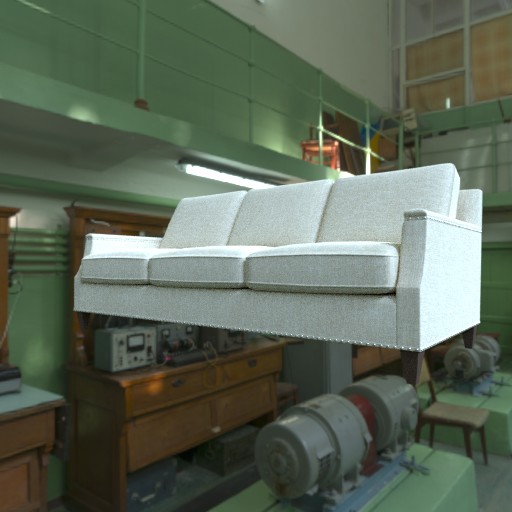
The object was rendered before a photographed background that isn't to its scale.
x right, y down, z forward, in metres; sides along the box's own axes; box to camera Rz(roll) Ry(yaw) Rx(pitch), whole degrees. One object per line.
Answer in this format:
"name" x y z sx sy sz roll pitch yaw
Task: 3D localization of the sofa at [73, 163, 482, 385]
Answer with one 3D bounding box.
"sofa" 0.000 0.000 2.586 2.210 0.940 1.041 -1 -1 38
